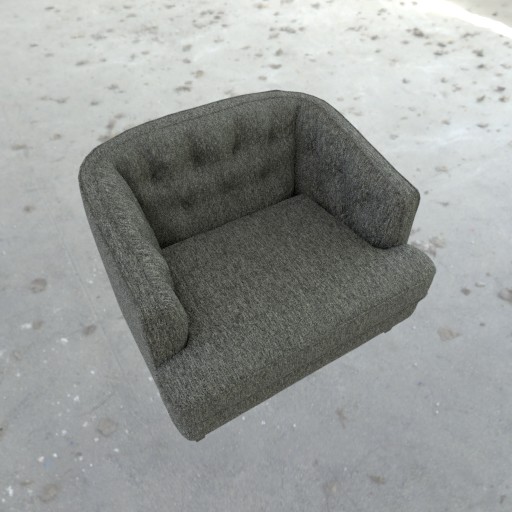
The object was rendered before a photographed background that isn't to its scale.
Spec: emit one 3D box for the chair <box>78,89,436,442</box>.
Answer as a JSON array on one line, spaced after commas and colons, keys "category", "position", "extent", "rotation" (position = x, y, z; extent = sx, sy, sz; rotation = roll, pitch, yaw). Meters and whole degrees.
[{"category": "chair", "position": [0.000, 0.000, 1.754], "extent": [1.104, 0.852, 0.941], "rotation": [-24, 51, -21]}]
